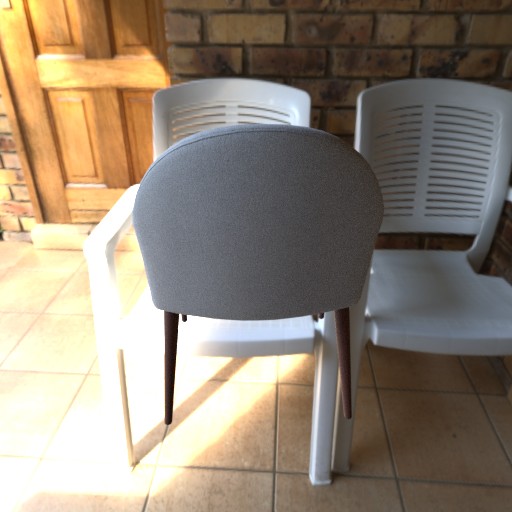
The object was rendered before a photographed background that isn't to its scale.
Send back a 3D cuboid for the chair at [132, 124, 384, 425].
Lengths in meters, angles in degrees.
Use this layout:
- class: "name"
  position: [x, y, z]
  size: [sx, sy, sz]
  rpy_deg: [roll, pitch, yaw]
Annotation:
- class: "chair"
  position: [0.000, 0.000, 1.289]
  size: [0.610, 0.889, 0.620]
  rpy_deg: [-1, 30, -2]
